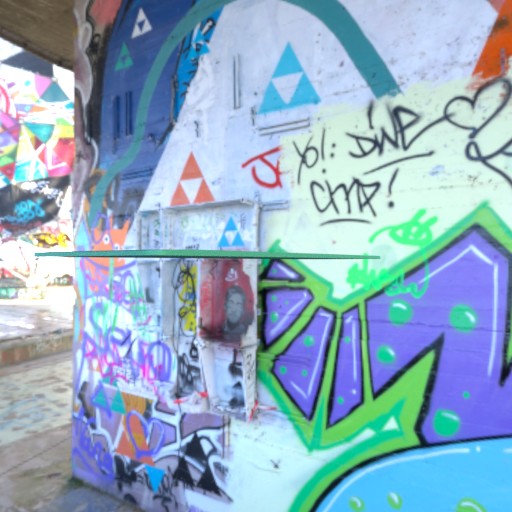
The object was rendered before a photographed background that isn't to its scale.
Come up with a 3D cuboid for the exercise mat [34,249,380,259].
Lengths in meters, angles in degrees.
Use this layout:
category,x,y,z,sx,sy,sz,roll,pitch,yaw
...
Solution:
category,x,y,z,sx,sy,sz,roll,pitch,yaw
exercise mat,0.000,0.000,2.109,0.616,0.021,1.869,-1,-1,34
